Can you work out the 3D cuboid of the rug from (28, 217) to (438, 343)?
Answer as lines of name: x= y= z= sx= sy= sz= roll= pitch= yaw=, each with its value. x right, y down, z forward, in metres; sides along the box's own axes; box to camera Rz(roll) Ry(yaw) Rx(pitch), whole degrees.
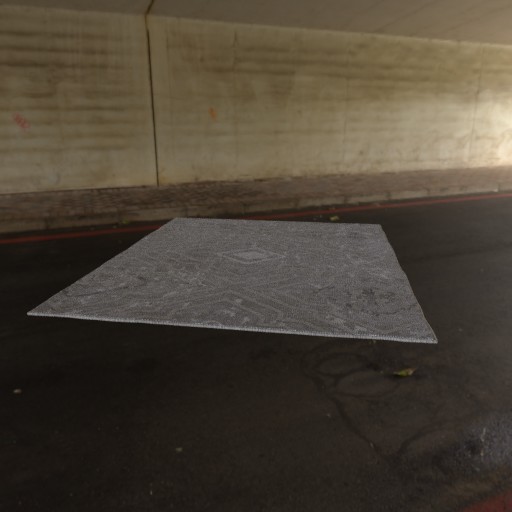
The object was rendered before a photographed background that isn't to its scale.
rug: x=0.000 y=0.000 z=0.878 sx=0.548 sy=0.006 sz=0.639 roll=3 pitch=17 yaw=9
